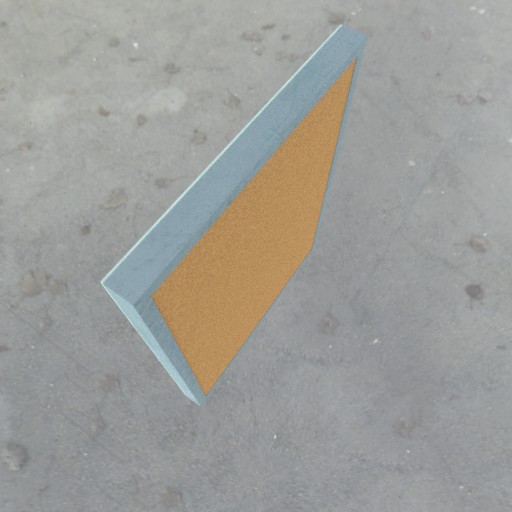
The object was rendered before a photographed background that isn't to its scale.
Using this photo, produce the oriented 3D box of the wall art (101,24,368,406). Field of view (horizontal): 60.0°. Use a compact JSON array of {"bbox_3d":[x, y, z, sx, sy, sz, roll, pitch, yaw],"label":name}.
[{"bbox_3d":[0.000,0.000,0.670,0.037,0.509,0.409,31,67,15],"label":"wall art"}]
